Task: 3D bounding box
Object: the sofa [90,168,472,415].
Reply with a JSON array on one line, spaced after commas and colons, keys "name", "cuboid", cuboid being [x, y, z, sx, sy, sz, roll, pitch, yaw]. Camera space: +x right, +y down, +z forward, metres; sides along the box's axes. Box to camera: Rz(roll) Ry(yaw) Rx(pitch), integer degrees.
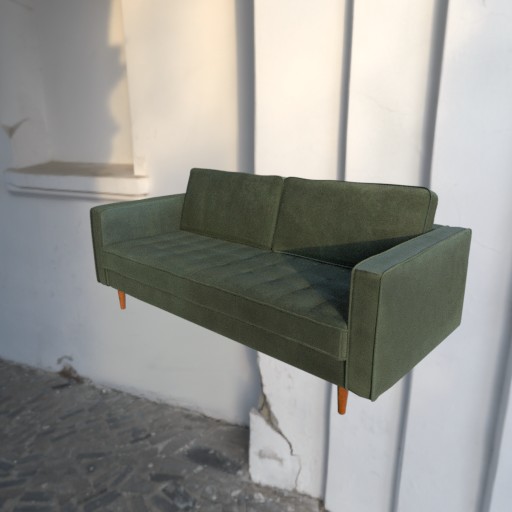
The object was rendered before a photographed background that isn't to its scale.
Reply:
[{"name": "sofa", "cuboid": [0.000, 0.000, 2.256, 1.816, 0.781, 0.886, 14, 21, 40]}]
